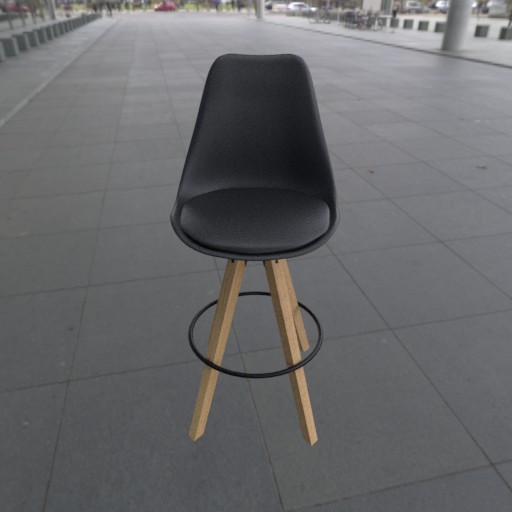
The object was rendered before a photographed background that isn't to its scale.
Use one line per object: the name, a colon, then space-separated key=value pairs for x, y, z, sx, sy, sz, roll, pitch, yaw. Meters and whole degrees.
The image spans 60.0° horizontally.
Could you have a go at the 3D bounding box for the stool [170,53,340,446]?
stool: x=0.000 y=0.000 z=1.392 sx=0.485 sy=1.115 sz=0.550 roll=1 pitch=30 yaw=2
